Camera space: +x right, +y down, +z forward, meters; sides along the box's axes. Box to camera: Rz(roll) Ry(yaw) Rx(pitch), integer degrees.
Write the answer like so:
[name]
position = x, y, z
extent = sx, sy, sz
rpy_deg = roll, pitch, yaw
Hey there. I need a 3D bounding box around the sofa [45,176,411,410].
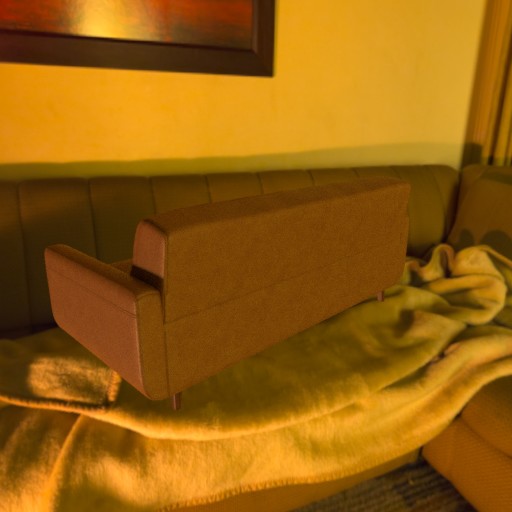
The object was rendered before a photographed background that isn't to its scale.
[sofa]
position = 0.000, 0.000, 2.709
extent = 2.137, 0.892, 0.980
rpy_deg = -16, 24, -42
